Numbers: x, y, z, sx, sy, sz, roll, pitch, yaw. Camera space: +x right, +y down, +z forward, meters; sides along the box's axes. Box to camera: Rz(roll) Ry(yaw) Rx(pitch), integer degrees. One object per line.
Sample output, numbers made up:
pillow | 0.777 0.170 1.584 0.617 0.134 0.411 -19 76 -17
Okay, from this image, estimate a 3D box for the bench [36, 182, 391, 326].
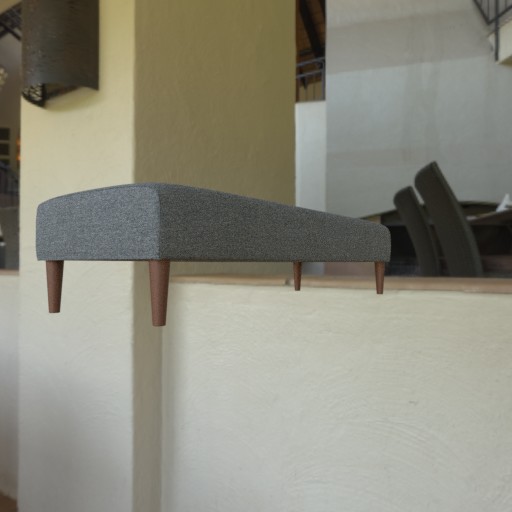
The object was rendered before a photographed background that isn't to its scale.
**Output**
bench | 0.000 0.000 1.887 0.631 0.384 1.598 -1 -1 37
